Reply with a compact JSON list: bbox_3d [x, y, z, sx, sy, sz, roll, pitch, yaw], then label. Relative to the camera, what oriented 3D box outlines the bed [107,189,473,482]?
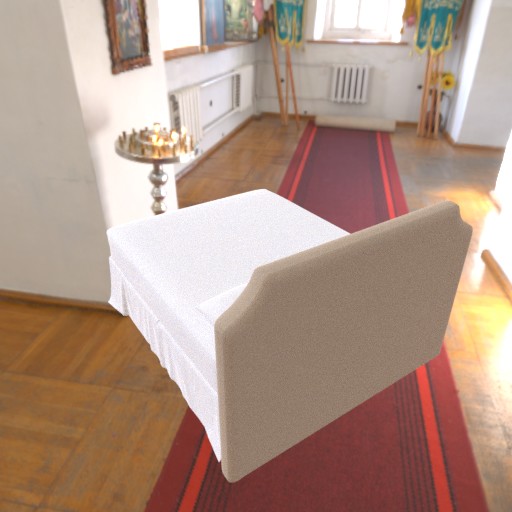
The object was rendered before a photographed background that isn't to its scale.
[{"bbox_3d":[0.000,0.000,3.315,1.828,1.301,2.204,-19,35,-29],"label":"bed"}]
